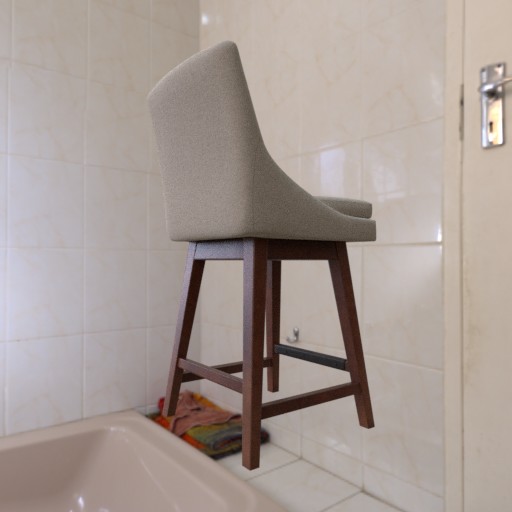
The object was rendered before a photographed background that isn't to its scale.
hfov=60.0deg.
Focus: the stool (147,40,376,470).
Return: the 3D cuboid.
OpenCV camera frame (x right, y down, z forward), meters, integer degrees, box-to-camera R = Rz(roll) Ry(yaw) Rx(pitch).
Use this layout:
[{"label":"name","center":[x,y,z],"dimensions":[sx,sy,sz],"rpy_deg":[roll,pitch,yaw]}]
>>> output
[{"label":"stool","center":[0.000,0.000,1.320],"dimensions":[0.559,0.991,0.469],"rpy_deg":[0,-1,-37]}]
